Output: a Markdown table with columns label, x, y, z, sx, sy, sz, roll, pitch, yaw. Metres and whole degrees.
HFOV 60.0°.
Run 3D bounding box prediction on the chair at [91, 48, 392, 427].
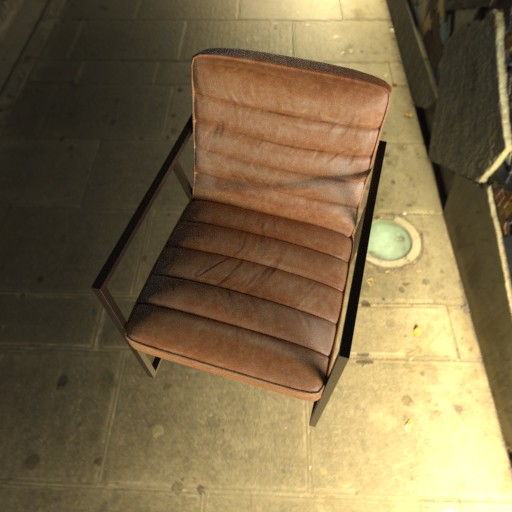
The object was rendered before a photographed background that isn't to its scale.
| label | x | y | z | sx | sy | sz | roll | pitch | yaw |
| --- | --- | --- | --- | --- | --- | --- | --- | --- | --- |
| chair | 0.000 | 0.000 | 1.243 | 0.571 | 0.832 | 0.677 | 14 | 58 | 9 |
